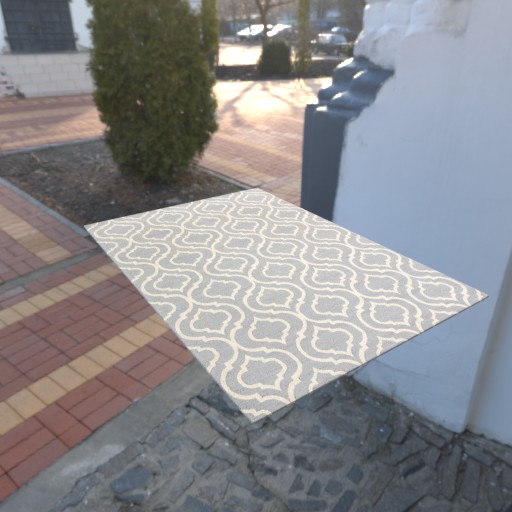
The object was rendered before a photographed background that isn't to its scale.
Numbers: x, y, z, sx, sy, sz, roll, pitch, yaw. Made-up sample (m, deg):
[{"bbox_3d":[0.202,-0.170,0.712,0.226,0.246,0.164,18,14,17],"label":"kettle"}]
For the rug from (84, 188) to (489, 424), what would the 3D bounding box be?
[{"bbox_3d":[0.000,0.000,2.647,1.451,0.010,2.080,-17,32,-30],"label":"rug"}]
